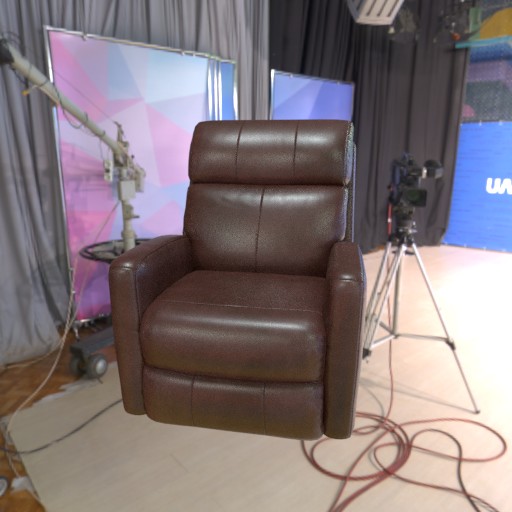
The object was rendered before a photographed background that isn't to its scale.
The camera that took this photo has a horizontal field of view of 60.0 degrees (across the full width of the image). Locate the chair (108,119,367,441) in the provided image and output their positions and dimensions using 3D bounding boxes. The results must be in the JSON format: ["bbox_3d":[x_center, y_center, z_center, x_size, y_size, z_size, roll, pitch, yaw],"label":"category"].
[{"bbox_3d":[0.000,0.000,1.679,0.787,1.016,0.939,3,15,10],"label":"chair"}]
